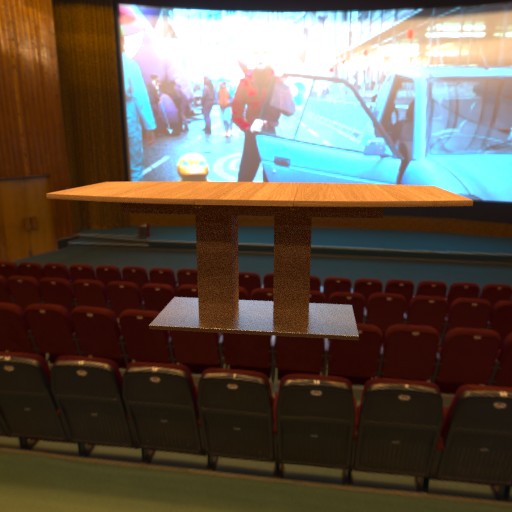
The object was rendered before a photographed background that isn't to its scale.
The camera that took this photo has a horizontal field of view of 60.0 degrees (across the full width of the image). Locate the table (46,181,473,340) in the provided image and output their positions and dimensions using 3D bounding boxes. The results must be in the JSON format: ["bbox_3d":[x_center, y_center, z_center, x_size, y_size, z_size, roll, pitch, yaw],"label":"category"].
[{"bbox_3d":[0.000,0.000,2.507,2.032,0.750,0.900,2,15,7],"label":"table"}]
